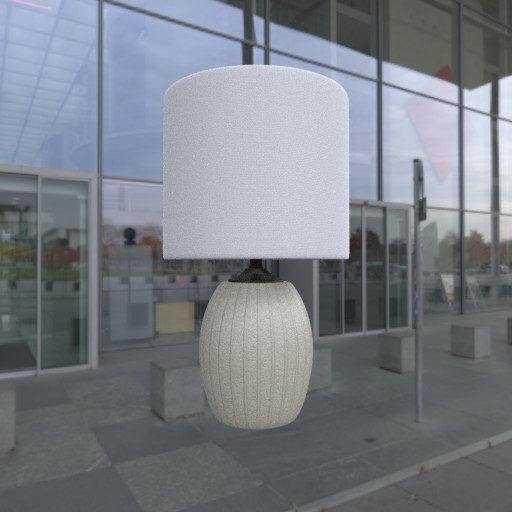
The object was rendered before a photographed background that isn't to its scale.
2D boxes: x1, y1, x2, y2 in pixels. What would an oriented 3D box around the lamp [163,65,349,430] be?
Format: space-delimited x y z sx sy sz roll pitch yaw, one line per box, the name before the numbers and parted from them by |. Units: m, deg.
lamp | 0.000 0.000 0.799 0.329 0.570 0.329 0 -1 -17
